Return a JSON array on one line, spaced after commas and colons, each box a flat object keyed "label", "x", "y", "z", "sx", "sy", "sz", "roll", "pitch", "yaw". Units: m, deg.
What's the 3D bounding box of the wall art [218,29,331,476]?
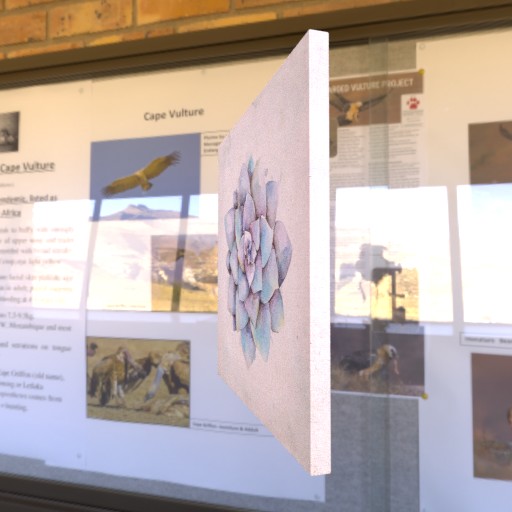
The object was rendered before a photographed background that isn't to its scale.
[{"label": "wall art", "x": 0.000, "y": 0.000, "z": 1.123, "sx": 0.038, "sy": 0.762, "sz": 0.762, "roll": 1, "pitch": -2, "yaw": -17}]
